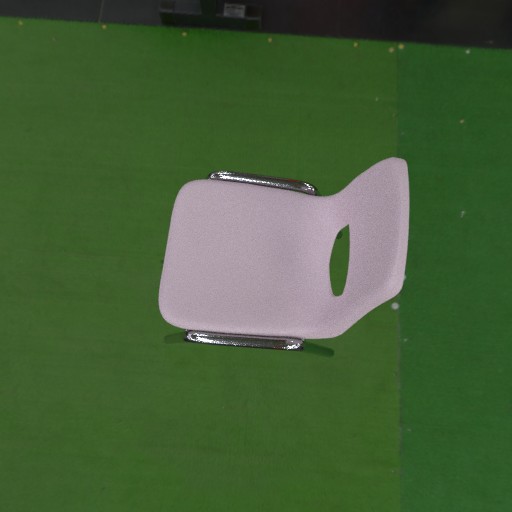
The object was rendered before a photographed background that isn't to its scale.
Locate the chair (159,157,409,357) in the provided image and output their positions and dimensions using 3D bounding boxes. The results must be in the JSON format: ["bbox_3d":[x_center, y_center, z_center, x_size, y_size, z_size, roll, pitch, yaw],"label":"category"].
[{"bbox_3d":[0.000,0.000,0.861,0.423,0.586,0.354,6,76,2],"label":"chair"}]
